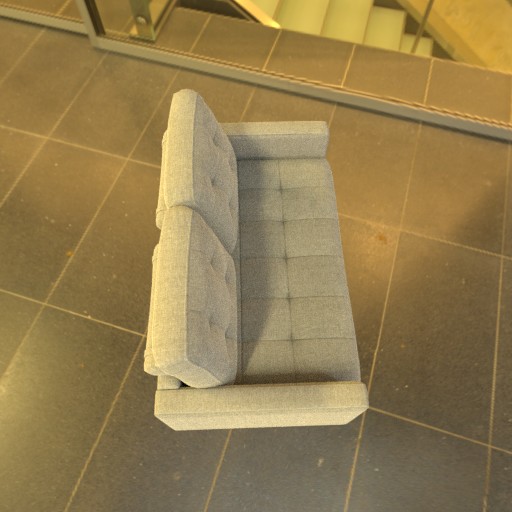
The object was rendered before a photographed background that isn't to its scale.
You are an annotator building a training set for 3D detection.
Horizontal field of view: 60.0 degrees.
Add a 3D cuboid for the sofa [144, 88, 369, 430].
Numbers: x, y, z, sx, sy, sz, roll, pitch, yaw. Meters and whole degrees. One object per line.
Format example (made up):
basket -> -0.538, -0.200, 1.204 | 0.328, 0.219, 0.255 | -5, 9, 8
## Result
sofa -> 0.000, 0.000, 2.017 | 0.842, 0.907, 1.407 | -2, 62, -1
